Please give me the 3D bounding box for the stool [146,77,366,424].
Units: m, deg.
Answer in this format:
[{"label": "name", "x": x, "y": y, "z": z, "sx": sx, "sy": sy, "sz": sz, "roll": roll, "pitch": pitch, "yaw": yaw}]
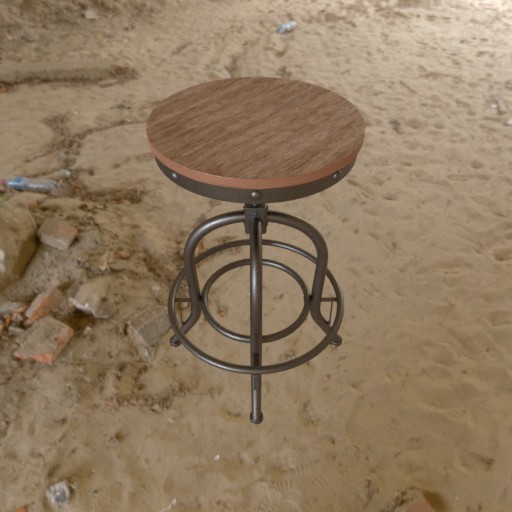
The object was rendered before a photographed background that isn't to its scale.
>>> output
[{"label": "stool", "x": 0.000, "y": 0.000, "z": 0.924, "sx": 0.439, "sy": 0.609, "sz": 0.439, "roll": 0, "pitch": 43, "yaw": 0}]
